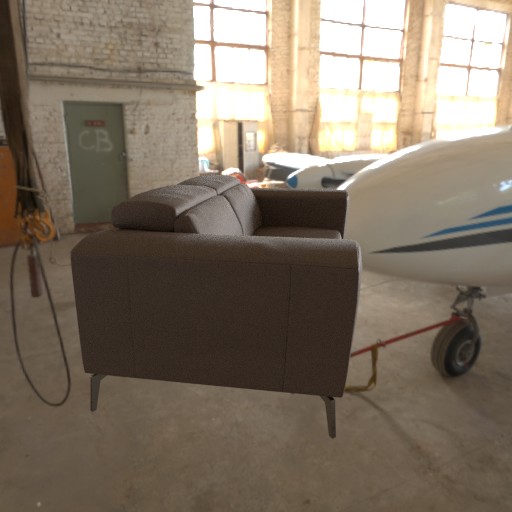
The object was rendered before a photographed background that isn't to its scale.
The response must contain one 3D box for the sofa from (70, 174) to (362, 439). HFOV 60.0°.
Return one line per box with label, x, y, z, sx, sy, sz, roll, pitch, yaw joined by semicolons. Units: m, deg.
sofa;0.000;0.000;2.383;1.003;0.779;1.895;3;15;10
